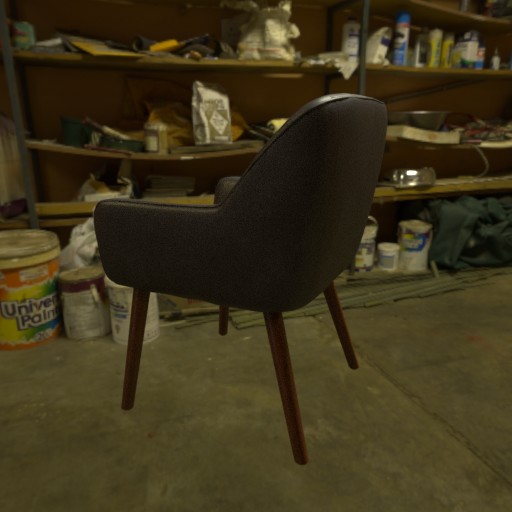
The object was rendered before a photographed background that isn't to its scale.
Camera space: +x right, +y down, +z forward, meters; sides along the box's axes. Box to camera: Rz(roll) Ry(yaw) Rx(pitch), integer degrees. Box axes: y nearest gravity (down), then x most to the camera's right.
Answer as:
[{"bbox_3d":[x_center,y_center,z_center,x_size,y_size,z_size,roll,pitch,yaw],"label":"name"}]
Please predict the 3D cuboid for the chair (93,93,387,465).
[{"bbox_3d":[0.000,0.000,1.242,0.610,0.828,0.610,8,18,25],"label":"chair"}]
